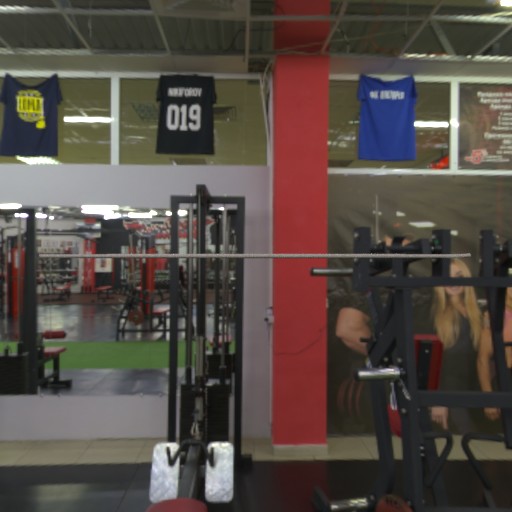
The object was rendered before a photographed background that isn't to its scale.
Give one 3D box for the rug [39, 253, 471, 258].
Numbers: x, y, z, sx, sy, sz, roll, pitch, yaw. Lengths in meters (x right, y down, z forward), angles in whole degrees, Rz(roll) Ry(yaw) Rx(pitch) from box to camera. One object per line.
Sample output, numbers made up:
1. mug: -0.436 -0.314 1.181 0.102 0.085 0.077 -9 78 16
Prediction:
1. rug: 0.000 0.000 3.981 2.434 0.032 3.007 0 0 1
